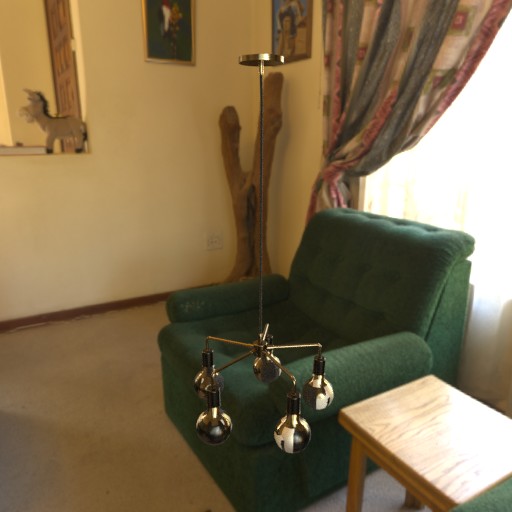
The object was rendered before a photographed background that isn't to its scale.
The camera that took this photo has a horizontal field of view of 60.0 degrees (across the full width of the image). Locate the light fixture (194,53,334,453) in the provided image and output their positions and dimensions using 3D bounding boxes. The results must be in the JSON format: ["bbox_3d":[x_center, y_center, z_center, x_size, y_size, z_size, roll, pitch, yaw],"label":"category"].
[{"bbox_3d":[0.000,0.000,1.191,0.438,0.988,0.421,15,21,42],"label":"light fixture"}]
